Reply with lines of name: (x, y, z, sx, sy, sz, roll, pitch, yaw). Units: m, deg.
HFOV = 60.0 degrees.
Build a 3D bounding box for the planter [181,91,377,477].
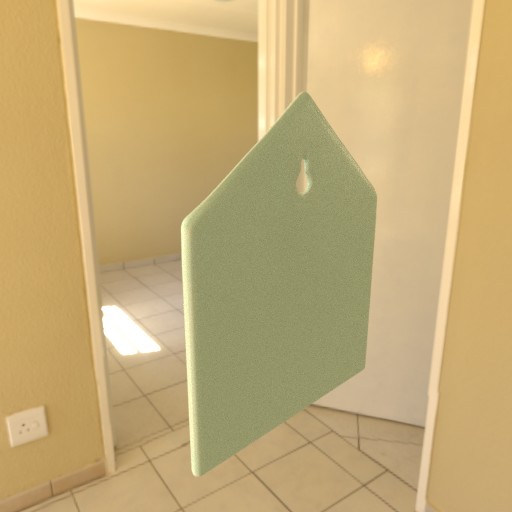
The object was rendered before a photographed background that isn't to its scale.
planter: (0.000, 0.000, 0.289, 0.164, 0.197, 0.079, -15, 21, -42)
